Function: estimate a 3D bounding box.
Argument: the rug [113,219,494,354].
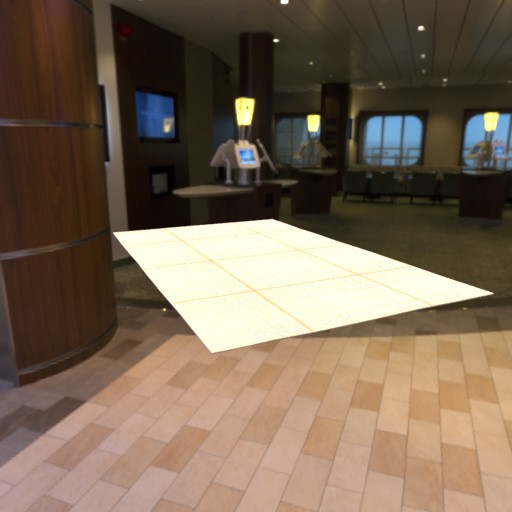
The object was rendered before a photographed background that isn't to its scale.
[{"bbox_3d":[0.000,0.000,3.009,1.527,0.016,2.442,-7,16,-25],"label":"rug"}]
